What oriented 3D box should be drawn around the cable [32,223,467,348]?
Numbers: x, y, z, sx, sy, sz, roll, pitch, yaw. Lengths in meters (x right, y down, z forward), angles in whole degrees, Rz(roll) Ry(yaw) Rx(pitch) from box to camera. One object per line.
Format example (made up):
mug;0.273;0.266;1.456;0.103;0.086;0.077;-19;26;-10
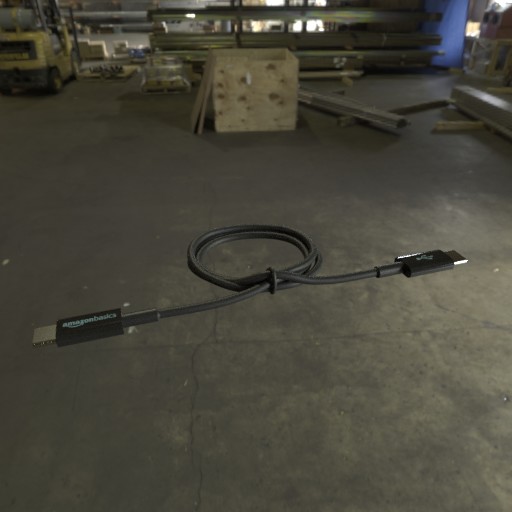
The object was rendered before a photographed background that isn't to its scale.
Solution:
cable;0.000;0.000;0.223;0.203;0.014;0.070;-10;33;-15
